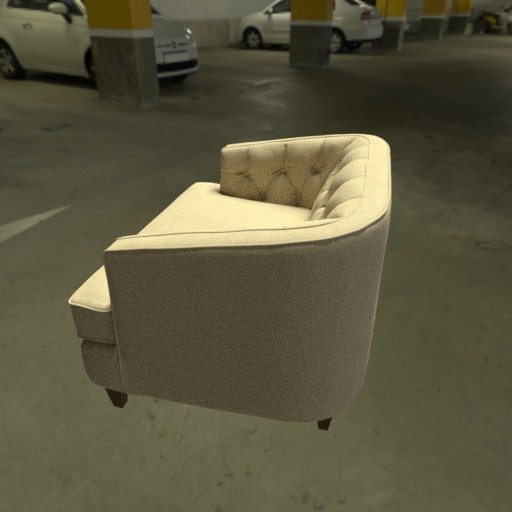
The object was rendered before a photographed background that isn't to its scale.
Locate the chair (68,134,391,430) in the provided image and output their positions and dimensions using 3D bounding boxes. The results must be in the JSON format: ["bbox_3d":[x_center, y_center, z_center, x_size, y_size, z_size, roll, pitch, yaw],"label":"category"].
[{"bbox_3d":[0.000,0.000,1.710,0.914,0.787,1.118,7,30,13],"label":"chair"}]
